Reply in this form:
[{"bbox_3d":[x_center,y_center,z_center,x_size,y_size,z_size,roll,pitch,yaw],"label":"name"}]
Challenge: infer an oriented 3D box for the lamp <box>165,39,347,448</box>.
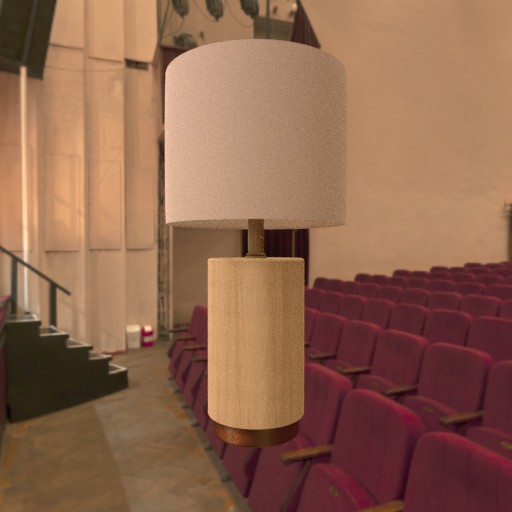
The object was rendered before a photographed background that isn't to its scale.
[{"bbox_3d":[0.000,0.000,0.567,0.228,0.444,0.228,0,1,-19],"label":"lamp"}]
